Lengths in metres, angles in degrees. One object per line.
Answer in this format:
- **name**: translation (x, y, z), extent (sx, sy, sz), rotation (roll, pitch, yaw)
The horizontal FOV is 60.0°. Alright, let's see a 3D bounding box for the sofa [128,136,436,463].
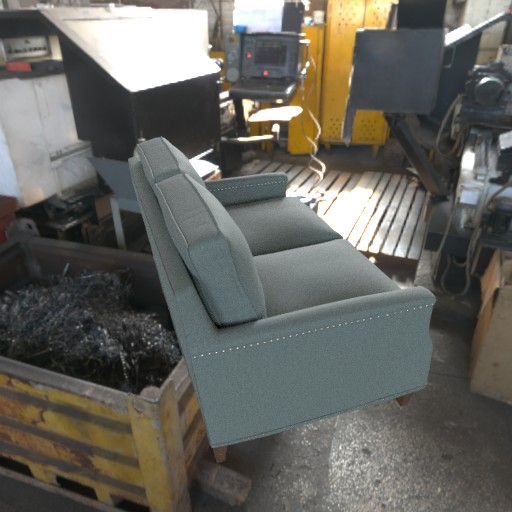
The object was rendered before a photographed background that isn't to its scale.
- **sofa**: translation (0.000, 0.000, 2.293), extent (1.084, 1.003, 1.597), rotation (-10, 31, -17)
